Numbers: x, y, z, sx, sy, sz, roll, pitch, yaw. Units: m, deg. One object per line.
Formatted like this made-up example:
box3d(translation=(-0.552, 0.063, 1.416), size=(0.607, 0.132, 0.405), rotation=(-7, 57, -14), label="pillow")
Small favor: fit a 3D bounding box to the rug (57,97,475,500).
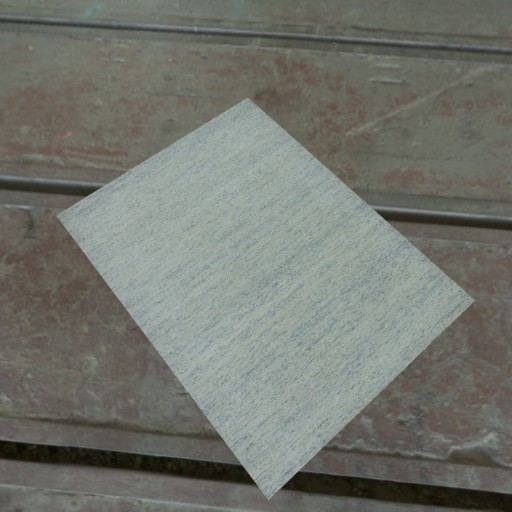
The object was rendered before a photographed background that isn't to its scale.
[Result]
box3d(translation=(0.000, 0.000, 4.163), size=(2.438, 0.006, 3.197), rotation=(-37, 69, -16), label="rug")
